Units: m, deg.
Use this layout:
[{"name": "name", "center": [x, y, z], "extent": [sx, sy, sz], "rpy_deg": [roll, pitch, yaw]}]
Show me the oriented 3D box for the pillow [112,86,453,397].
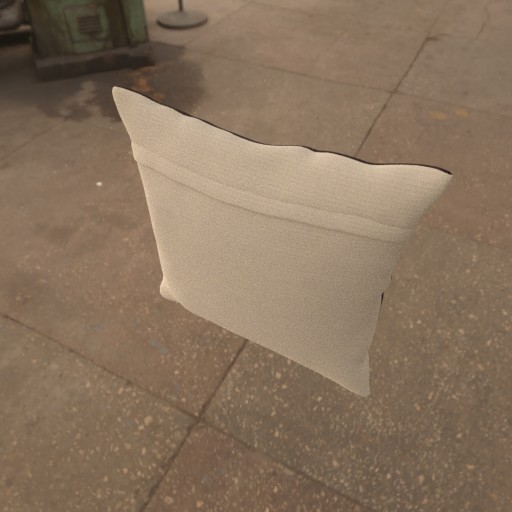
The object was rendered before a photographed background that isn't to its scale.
[{"name": "pillow", "center": [0.000, 0.000, 0.714], "extent": [0.475, 0.473, 0.178], "rpy_deg": [22, 50, 20]}]
